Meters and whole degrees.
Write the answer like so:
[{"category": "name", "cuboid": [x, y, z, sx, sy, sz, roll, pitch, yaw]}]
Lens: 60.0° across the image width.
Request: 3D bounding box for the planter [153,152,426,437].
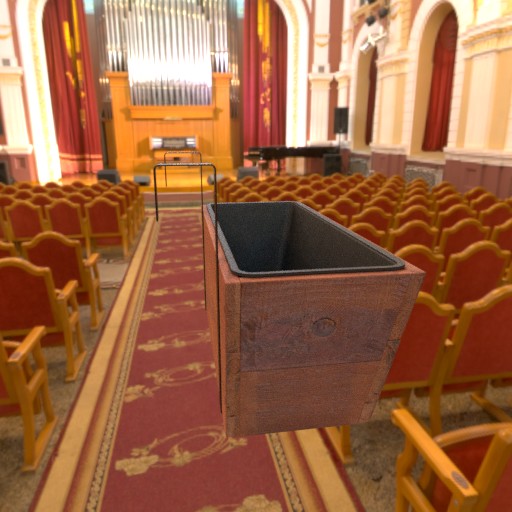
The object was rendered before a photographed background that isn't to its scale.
[{"category": "planter", "cuboid": [0.000, 0.000, 0.656, 0.262, 0.289, 0.480, -3, 15, -9]}]
